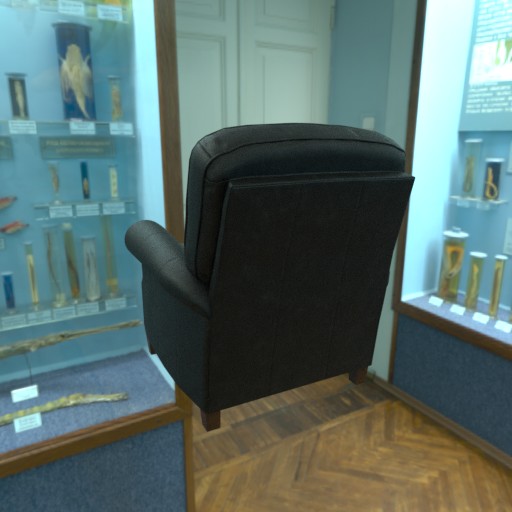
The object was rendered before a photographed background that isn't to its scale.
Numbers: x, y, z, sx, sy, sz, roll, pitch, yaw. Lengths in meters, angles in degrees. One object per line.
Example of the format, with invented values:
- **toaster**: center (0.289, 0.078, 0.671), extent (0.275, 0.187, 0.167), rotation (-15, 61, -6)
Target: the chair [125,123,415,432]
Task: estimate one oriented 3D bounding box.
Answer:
- **chair**: center (0.000, 0.000, 1.805), extent (0.936, 1.018, 0.986), rotation (-8, 16, -27)
